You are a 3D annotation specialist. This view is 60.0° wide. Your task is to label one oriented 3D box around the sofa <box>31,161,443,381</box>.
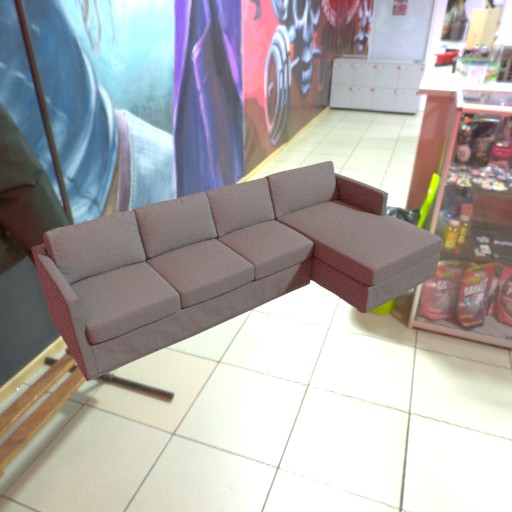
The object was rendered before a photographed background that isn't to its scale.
[{"bbox_3d":[0.000,0.000,3.828,3.177,0.867,1.622,-20,35,-31],"label":"sofa"}]
